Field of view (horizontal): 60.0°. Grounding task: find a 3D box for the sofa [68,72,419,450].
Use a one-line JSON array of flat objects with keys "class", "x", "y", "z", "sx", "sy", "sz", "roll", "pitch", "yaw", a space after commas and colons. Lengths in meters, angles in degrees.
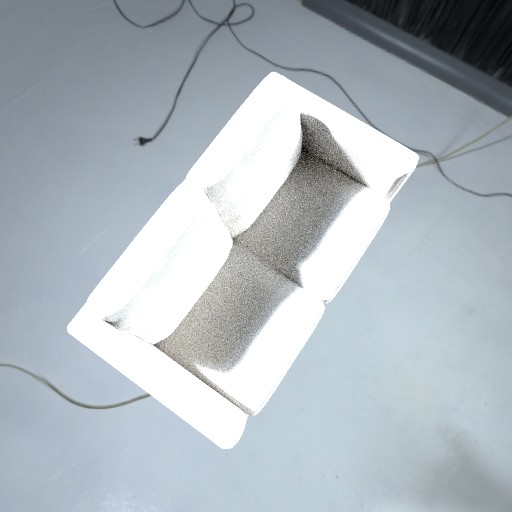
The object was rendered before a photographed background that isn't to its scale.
[{"class": "sofa", "x": 0.000, "y": 0.000, "z": 2.014, "sx": 0.796, "sy": 0.908, "sz": 1.430, "roll": 33, "pitch": 77, "yaw": 9}]
